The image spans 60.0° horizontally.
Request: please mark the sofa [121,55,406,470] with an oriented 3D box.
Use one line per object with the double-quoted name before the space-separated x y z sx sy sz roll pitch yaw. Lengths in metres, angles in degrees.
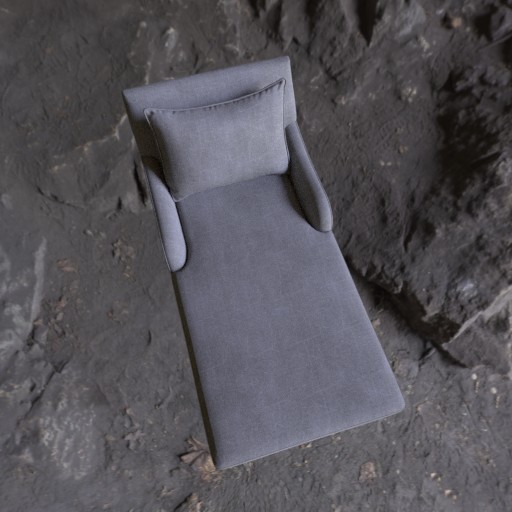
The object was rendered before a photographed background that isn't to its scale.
"sofa" 0.000 0.000 2.228 0.894 0.859 1.779 -15 65 -7
